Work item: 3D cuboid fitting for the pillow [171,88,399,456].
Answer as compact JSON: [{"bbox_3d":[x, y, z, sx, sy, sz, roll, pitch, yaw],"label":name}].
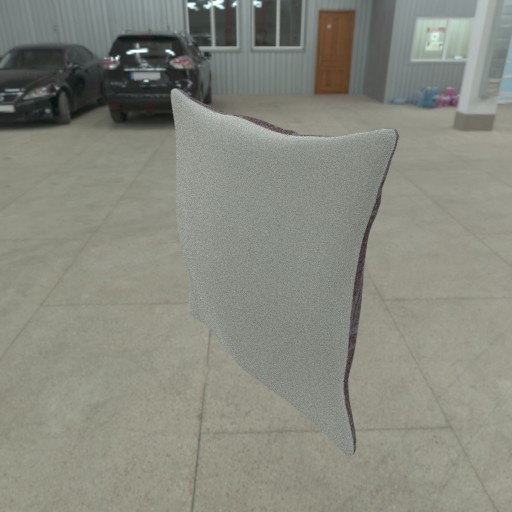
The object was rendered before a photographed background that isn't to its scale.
[{"bbox_3d":[0.000,0.000,0.777,0.163,0.513,0.514,-19,32,-33],"label":"pillow"}]
